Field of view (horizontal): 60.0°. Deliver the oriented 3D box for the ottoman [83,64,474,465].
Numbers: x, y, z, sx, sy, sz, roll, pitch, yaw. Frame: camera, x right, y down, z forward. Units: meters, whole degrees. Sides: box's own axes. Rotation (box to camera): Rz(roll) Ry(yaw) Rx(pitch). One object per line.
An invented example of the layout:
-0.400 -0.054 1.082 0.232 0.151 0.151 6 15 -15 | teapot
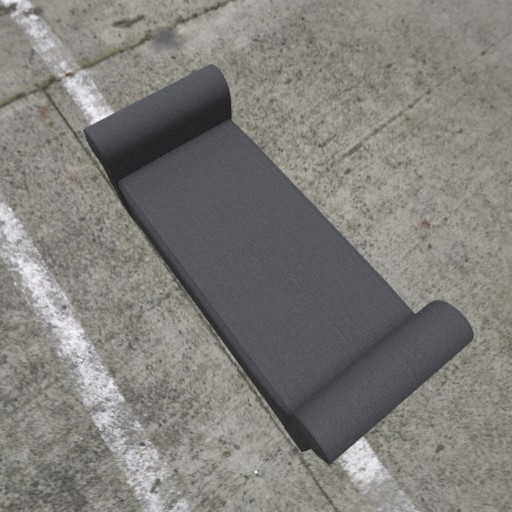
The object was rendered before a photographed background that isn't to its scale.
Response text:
0.000 0.000 1.523 0.521 0.547 1.256 -34 69 -15 | ottoman
